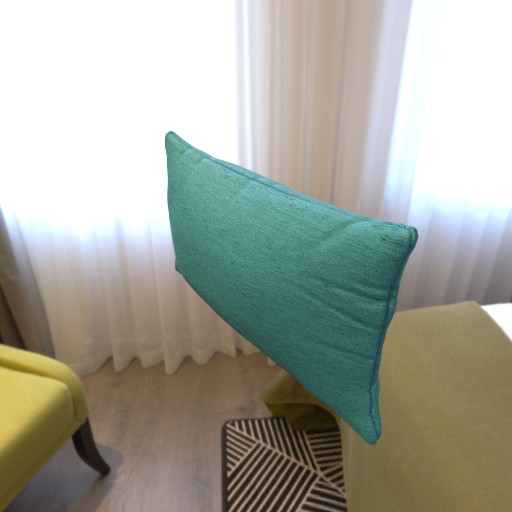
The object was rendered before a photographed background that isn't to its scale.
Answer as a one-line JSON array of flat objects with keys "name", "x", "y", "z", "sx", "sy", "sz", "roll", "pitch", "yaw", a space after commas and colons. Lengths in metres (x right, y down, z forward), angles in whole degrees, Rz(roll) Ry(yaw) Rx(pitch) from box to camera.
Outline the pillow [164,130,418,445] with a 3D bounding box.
[{"name": "pillow", "x": 0.000, "y": 0.000, "z": 0.793, "sx": 0.210, "sy": 0.338, "sz": 0.633, "roll": -18, "pitch": 33, "yaw": -31}]
